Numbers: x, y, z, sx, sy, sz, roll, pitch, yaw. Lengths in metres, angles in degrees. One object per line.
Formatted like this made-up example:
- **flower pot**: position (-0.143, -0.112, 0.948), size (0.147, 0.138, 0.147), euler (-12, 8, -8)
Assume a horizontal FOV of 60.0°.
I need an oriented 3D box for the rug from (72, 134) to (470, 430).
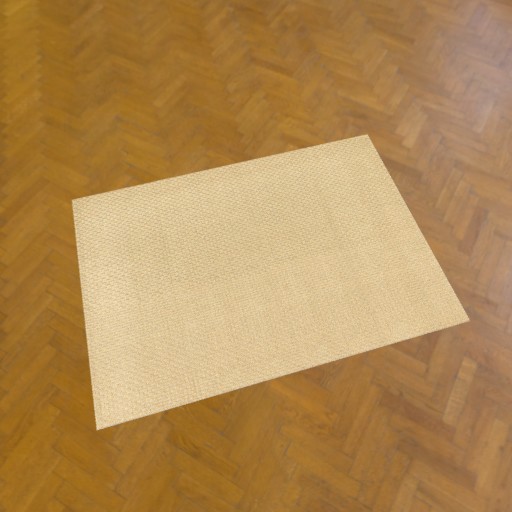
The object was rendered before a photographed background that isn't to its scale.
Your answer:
- **rug**: position (0.000, 0.000, 2.774), size (2.144, 0.013, 1.509), euler (-14, 62, -8)
